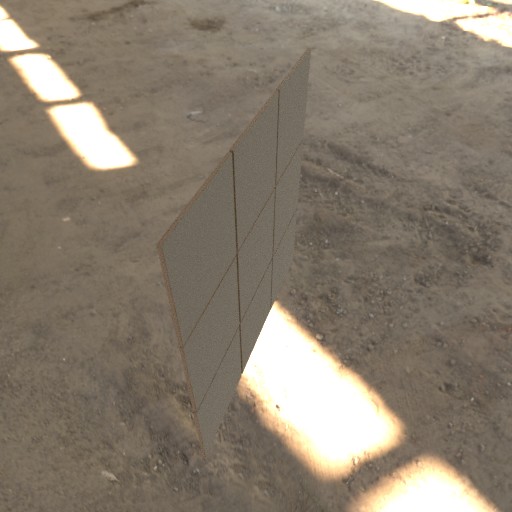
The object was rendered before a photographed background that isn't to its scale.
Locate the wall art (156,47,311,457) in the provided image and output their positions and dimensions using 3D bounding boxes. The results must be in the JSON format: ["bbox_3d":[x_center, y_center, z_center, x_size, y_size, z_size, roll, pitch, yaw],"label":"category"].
[{"bbox_3d":[0.000,0.000,1.362,0.010,0.917,0.919,15,47,14],"label":"wall art"}]
